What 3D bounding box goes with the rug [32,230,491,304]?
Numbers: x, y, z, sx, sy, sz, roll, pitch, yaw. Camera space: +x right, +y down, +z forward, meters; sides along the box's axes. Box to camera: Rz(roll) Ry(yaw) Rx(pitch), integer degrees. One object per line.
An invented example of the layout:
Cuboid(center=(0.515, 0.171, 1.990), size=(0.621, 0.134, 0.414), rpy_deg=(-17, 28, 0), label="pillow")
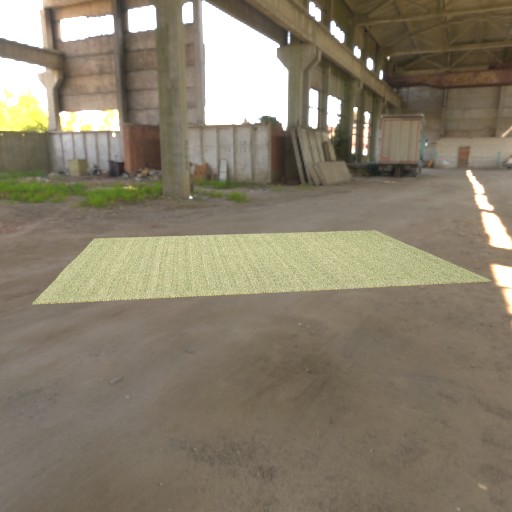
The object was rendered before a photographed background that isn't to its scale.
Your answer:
Cuboid(center=(0.000, 0.000, 2.199), size=(1.747, 0.006, 1.143), rpy_deg=(-2, 14, -9), label="rug")
